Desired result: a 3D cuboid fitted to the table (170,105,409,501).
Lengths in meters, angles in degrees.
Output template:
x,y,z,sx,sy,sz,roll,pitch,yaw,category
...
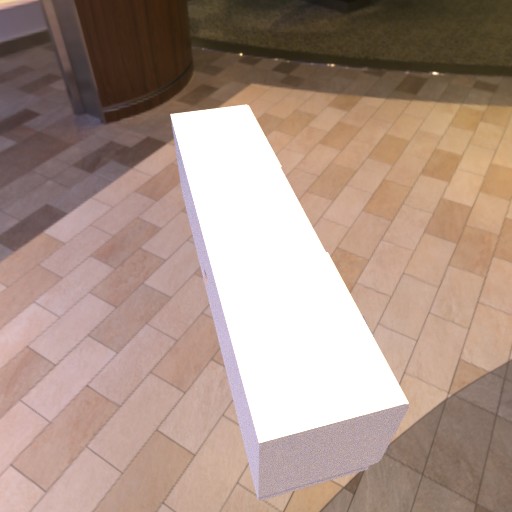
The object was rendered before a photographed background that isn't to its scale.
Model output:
x,y,z,sx,sy,sz,roll,pitch,yaw,category
0.000,0.000,1.704,0.400,0.440,1.550,-11,46,-10,table
